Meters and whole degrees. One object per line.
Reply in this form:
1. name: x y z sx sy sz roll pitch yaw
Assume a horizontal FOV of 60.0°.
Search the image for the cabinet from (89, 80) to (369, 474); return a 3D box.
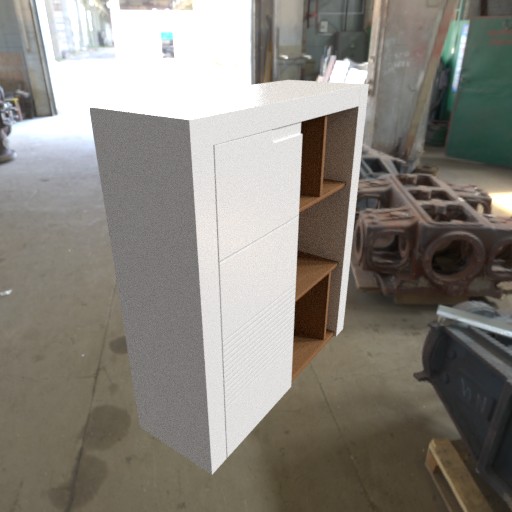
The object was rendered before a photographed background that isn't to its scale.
1. cabinet: 0.000 0.000 1.659 0.348 1.150 0.990 17 31 31
